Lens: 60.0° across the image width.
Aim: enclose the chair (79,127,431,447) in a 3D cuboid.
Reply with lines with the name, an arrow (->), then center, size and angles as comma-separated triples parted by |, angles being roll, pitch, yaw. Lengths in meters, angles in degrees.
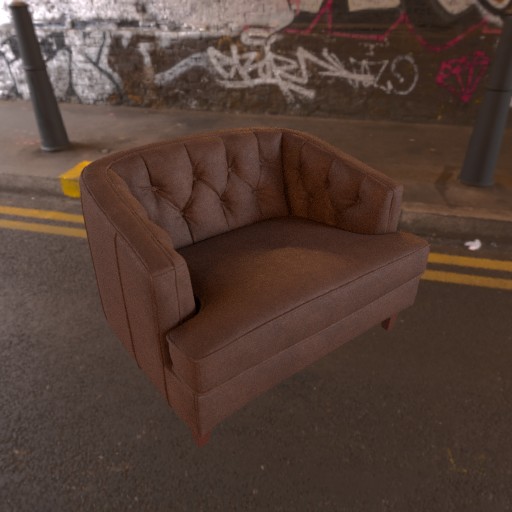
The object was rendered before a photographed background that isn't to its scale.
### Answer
chair -> 0.000, 0.000, 1.751 | 1.118, 0.787, 0.914 | -21, 36, -32
